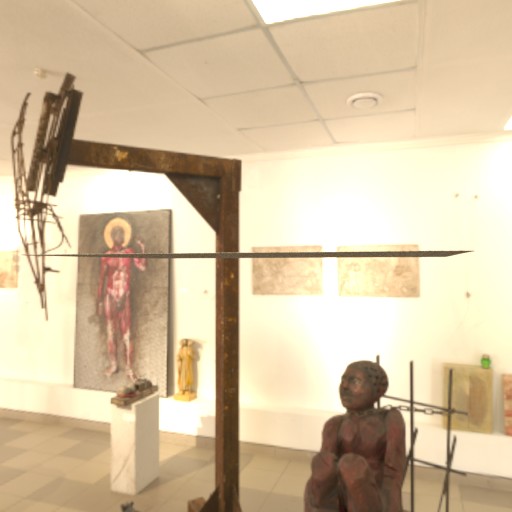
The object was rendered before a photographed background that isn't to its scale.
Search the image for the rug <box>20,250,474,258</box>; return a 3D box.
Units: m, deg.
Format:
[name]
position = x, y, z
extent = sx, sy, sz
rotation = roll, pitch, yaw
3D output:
[rug]
position = 0.000, 0.000, 2.951
extent = 2.439, 0.005, 1.524
rotation = 0, -1, 19
